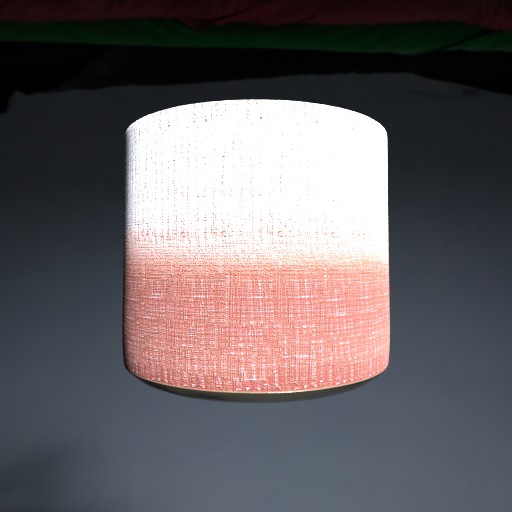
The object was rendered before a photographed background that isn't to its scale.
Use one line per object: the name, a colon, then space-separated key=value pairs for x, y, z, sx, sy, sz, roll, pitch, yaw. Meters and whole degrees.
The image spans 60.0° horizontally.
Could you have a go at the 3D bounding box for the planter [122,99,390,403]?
planter: x=0.000 y=0.000 z=0.308 sx=0.178 sy=0.157 sz=0.178 roll=0 pitch=0 yaw=0
